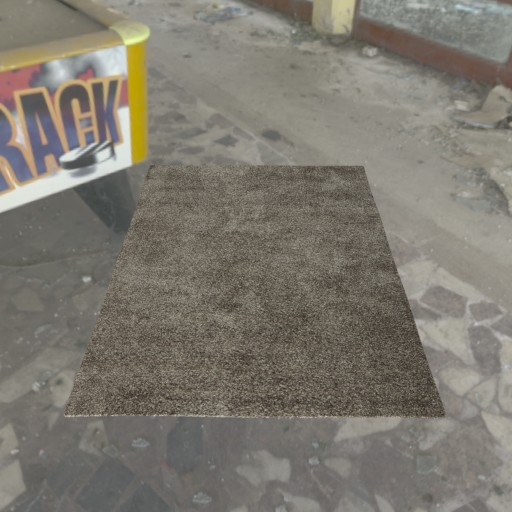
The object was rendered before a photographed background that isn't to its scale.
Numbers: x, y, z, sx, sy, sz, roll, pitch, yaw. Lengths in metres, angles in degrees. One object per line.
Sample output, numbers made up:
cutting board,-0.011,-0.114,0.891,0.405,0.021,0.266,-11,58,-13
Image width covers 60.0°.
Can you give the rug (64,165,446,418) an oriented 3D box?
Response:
rug,0.000,0.000,3.883,2.401,0.025,3.000,0,42,0
